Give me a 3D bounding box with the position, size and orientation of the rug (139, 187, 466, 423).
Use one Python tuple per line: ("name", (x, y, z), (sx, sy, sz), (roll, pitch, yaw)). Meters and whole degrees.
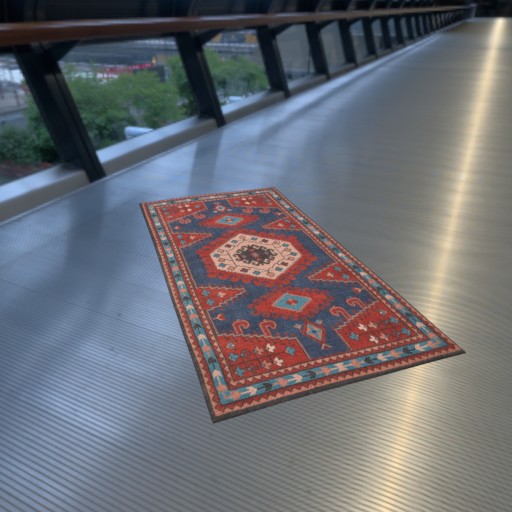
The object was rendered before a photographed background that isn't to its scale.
("rug", (0.000, 0.000, 3.607), (1.522, 0.034, 3.032), (-10, 30, -17))
